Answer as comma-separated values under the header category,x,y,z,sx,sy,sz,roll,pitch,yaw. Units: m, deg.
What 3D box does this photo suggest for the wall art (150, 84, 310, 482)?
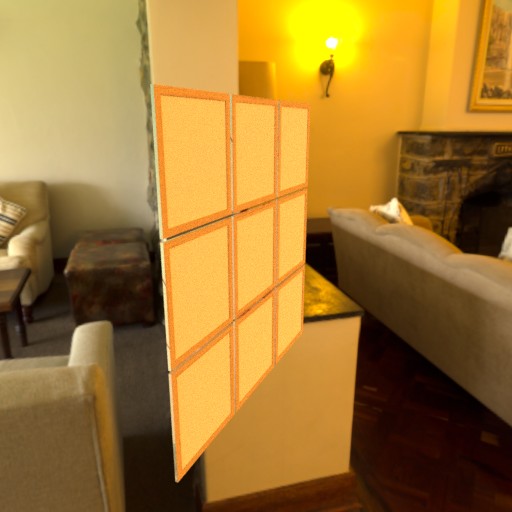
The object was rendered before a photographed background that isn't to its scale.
category,x,y,z,sx,sy,sz,roll,pitch,yaw
wall art,0.000,0.000,2.255,0.013,1.523,1.517,8,18,24
